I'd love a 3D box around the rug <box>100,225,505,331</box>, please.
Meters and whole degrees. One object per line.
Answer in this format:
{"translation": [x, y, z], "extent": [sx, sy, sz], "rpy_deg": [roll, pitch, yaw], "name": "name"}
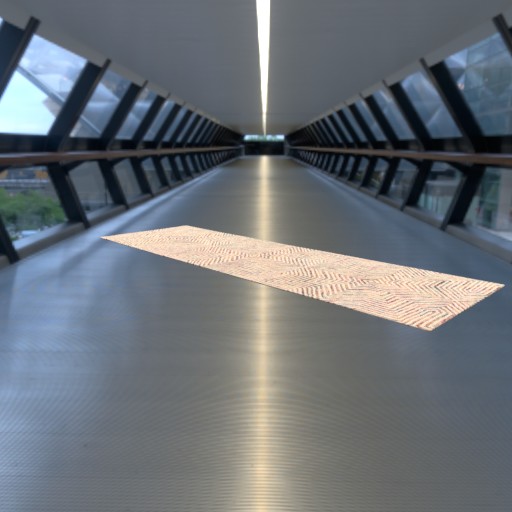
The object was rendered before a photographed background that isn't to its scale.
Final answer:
{"translation": [0.000, 0.000, 2.594], "extent": [0.771, 0.009, 2.443], "rpy_deg": [-12, 18, -43], "name": "rug"}
